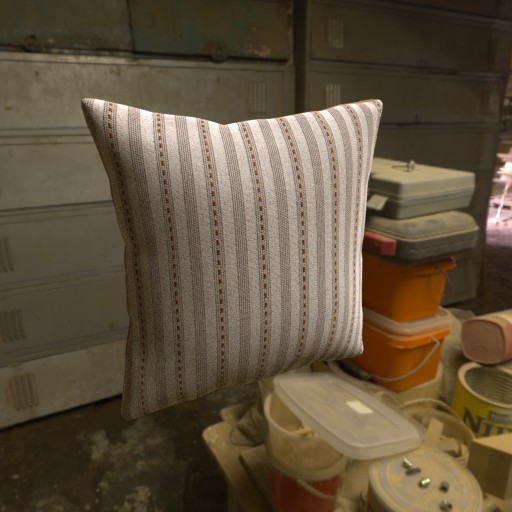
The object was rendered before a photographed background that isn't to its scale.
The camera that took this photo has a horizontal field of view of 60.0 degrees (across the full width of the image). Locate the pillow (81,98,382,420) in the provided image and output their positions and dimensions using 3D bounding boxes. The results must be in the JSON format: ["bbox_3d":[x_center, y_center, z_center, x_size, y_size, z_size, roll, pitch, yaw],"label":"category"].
[{"bbox_3d":[0.000,0.000,0.646,0.432,0.437,0.147,-9,20,-25],"label":"pillow"}]
